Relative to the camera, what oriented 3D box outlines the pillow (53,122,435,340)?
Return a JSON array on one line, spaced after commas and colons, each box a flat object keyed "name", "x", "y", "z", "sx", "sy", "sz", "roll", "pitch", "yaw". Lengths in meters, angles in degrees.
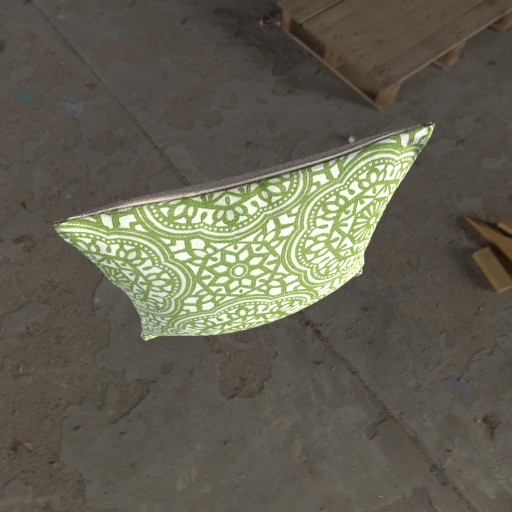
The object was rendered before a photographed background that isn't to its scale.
[{"name": "pillow", "x": 0.000, "y": 0.000, "z": 0.664, "sx": 0.440, "sy": 0.419, "sz": 0.162, "roll": -16, "pitch": 65, "yaw": -8}]
